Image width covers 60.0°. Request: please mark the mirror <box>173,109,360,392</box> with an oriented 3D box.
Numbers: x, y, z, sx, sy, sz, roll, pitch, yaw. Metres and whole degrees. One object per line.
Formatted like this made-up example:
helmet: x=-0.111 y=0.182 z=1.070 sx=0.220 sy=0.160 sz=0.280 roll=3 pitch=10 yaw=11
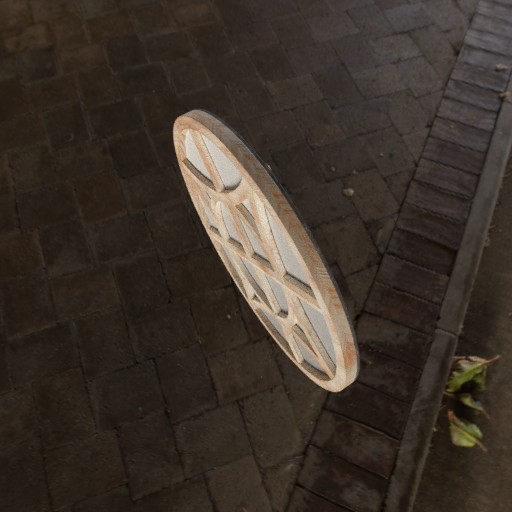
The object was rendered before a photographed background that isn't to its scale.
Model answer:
mirror: x=0.000 y=0.000 z=1.053 sx=0.038 sy=0.710 sz=0.710 roll=-30 pitch=69 yaw=-13
